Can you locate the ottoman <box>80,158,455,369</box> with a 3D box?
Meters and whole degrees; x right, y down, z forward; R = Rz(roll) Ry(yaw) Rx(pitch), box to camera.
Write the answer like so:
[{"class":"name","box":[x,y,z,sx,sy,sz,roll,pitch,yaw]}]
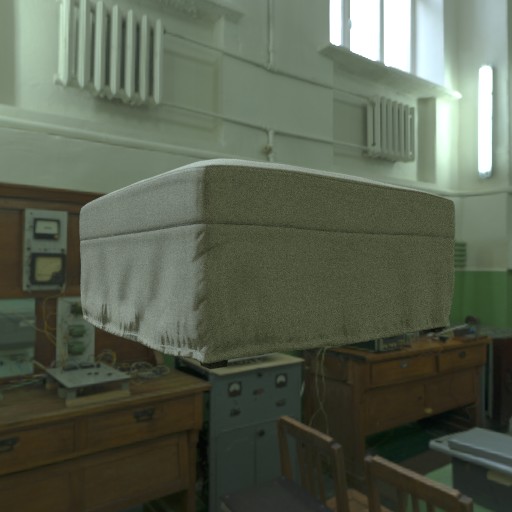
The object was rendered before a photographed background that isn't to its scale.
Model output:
[{"class":"ottoman","box":[0.000,0.000,1.348,0.843,0.436,0.840,1,-1,-36]}]
